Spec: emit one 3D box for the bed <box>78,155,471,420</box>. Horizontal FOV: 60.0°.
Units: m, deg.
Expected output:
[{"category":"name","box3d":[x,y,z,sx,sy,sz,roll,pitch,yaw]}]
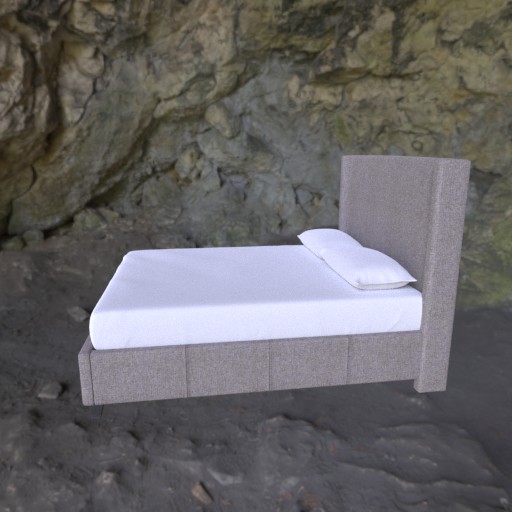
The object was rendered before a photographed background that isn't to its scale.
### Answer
[{"category":"bed","box3d":[0.000,0.000,3.354,2.245,1.476,1.714,-2,14,-8]}]
